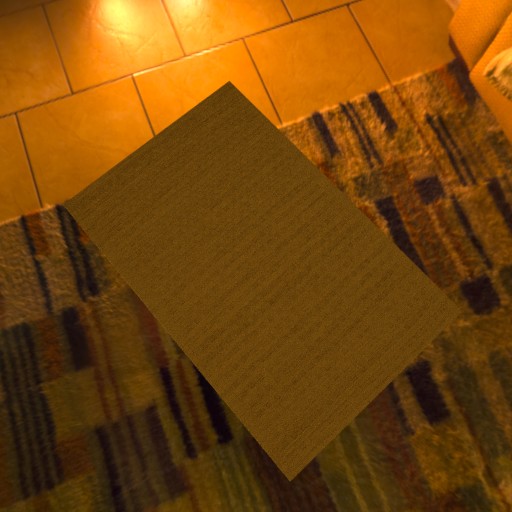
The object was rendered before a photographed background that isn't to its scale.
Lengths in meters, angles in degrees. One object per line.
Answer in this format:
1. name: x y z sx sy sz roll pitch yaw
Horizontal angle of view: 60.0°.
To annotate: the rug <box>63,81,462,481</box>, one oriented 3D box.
1. rug: 0.000 0.000 2.241 1.142 0.006 1.752 -40 78 -10
